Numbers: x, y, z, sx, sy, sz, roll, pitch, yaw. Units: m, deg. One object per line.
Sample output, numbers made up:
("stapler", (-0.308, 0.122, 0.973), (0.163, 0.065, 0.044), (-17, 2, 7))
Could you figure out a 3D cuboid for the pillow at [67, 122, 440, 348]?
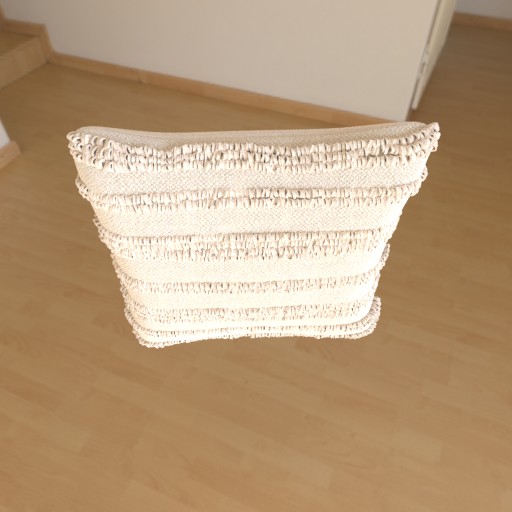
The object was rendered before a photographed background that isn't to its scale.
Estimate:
("pillow", (0.000, 0.000, 0.653), (0.437, 0.427, 0.145), (-2, 47, -2))
